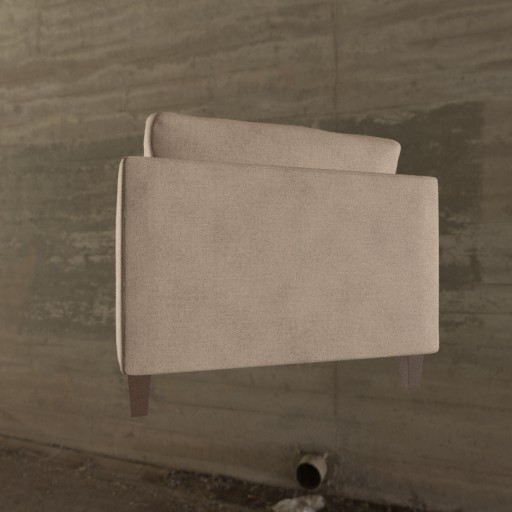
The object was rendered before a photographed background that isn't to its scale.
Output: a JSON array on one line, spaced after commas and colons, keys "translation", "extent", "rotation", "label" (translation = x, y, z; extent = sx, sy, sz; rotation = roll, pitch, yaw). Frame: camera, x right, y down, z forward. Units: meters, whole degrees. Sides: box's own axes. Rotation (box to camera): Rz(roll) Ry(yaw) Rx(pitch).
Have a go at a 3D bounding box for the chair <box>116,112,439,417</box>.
[{"translation": [0.000, 0.000, 1.878], "extent": [1.133, 0.961, 0.959], "rotation": [0, -1, -18], "label": "chair"}]
